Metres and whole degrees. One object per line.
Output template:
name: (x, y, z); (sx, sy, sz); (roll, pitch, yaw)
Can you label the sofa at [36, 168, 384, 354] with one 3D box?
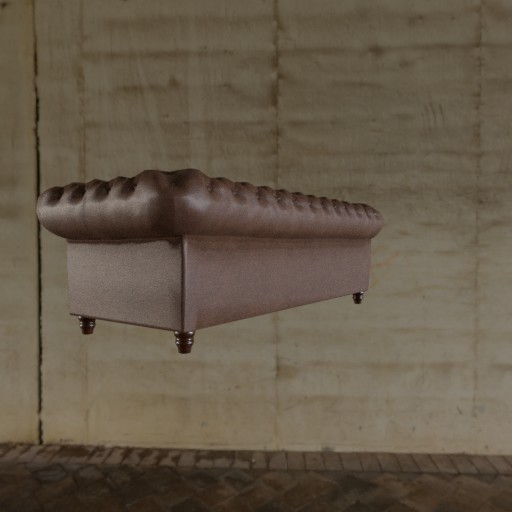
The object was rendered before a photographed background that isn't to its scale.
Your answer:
sofa: (0.000, 0.000, 2.835); (0.944, 0.783, 2.385); (1, 2, 35)
